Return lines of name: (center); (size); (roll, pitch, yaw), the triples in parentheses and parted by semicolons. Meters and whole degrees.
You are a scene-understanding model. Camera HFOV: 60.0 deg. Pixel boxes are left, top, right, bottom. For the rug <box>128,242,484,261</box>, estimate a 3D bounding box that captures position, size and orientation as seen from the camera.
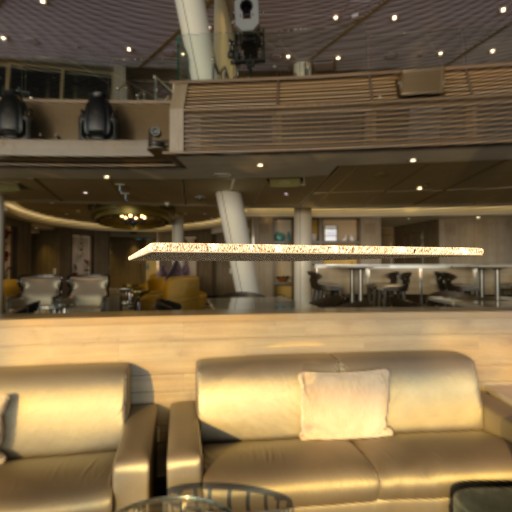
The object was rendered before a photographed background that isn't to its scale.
rug: (0.000, 0.000, 2.304); (1.219, 0.030, 1.778); (0, -1, -18)
